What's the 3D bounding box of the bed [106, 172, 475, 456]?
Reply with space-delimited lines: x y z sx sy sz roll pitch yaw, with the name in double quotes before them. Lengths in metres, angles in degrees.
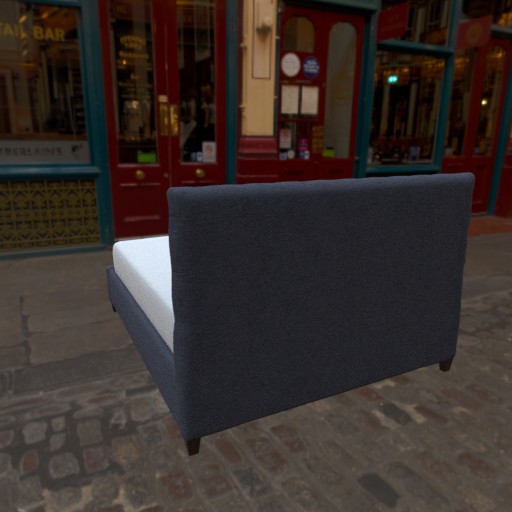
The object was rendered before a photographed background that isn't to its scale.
"bed" 0.000 0.000 3.632 2.078 1.427 2.387 -7 17 -26
